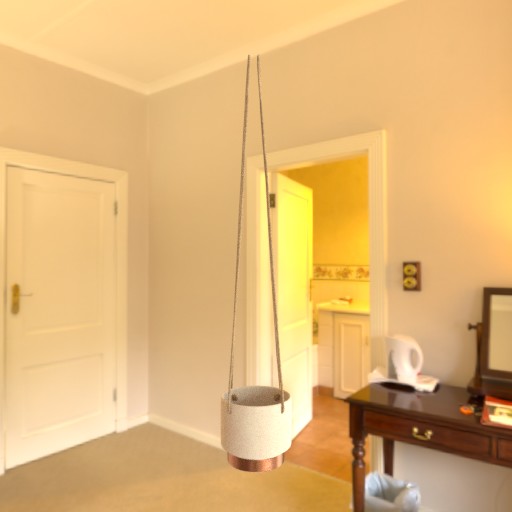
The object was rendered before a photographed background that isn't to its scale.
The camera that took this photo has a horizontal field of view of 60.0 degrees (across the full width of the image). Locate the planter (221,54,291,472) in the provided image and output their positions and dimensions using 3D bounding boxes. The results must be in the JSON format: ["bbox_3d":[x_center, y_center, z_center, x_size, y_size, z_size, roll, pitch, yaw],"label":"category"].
[{"bbox_3d":[0.000,0.000,0.920,0.146,0.841,0.146,0,-1,0],"label":"planter"}]
